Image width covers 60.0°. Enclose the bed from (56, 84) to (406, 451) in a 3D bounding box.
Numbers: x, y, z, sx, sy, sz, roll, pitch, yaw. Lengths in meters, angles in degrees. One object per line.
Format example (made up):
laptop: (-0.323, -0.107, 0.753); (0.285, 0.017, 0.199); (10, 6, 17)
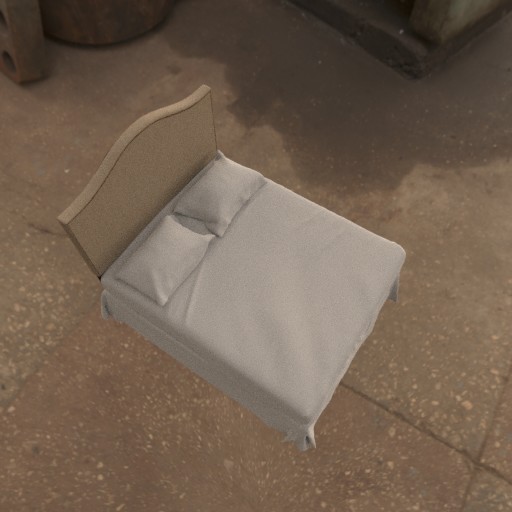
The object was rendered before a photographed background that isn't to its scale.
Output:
bed: (0.000, 0.000, 3.464); (2.221, 1.645, 1.876); (30, 64, 16)
